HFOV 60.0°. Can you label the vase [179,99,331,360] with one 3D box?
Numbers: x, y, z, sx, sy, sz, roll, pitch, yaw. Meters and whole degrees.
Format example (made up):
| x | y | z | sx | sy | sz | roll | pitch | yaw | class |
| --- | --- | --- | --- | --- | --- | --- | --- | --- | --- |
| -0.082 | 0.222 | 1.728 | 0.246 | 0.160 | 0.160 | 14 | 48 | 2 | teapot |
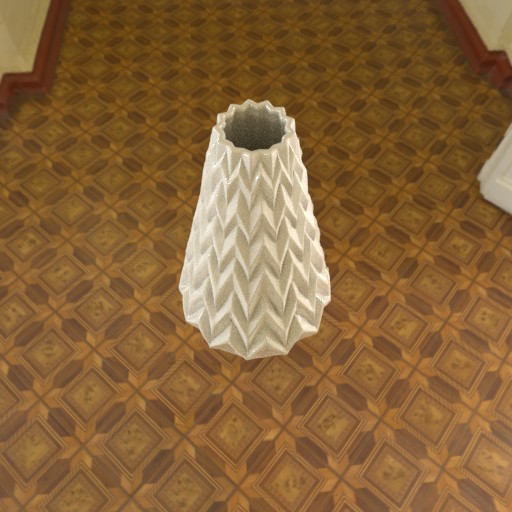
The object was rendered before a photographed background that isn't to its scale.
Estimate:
| x | y | z | sx | sy | sz | roll | pitch | yaw | class |
| --- | --- | --- | --- | --- | --- | --- | --- | --- | --- |
| 0.000 | 0.000 | 0.433 | 0.167 | 0.328 | 0.167 | 0 | 59 | 0 | vase |
